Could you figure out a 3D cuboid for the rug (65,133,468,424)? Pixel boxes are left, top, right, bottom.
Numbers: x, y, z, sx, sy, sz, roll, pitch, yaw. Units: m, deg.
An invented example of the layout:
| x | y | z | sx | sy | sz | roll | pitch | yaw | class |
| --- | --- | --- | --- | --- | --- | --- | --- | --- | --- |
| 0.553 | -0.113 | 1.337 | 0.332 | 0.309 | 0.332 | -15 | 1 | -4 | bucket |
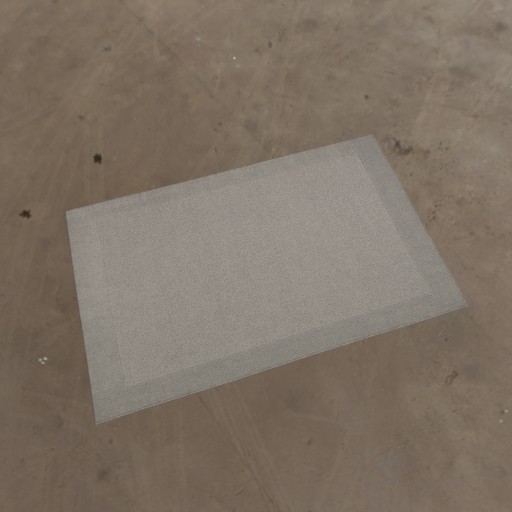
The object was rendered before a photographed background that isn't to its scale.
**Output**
| x | y | z | sx | sy | sz | roll | pitch | yaw | class |
| --- | --- | --- | --- | --- | --- | --- | --- | --- | --- |
| 0.000 | 0.000 | 3.059 | 2.438 | 0.014 | 1.524 | -16 | 65 | -8 | rug |
